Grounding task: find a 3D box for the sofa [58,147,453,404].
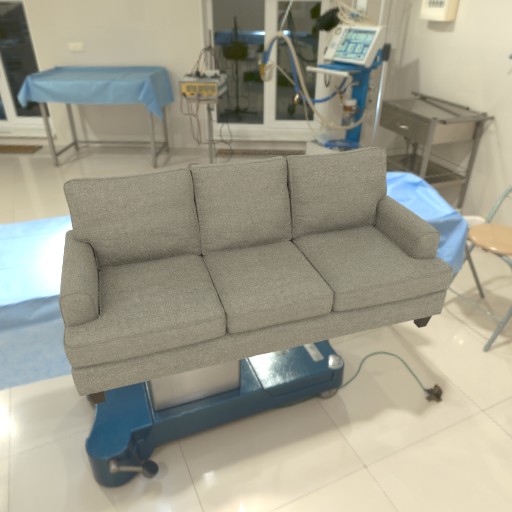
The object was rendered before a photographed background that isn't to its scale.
[{"bbox_3d":[0.000,0.000,2.652,2.158,0.965,0.951,-9,33,-15],"label":"sofa"}]
